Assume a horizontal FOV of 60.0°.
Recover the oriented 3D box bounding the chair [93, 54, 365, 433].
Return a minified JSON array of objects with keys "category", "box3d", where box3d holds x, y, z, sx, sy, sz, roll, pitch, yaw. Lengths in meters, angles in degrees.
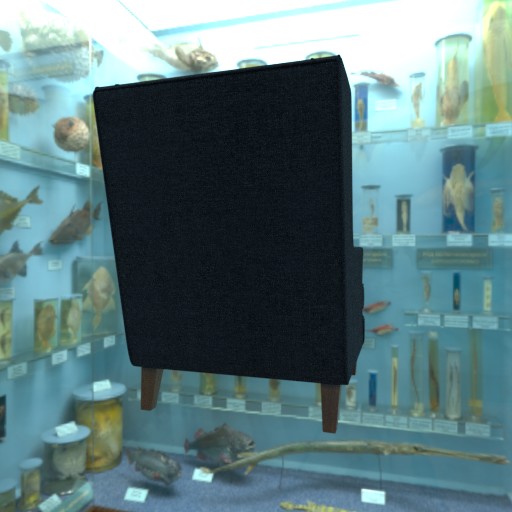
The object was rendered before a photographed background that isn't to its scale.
[{"category":"chair","box3d":[0.000,0.000,1.698,0.764,1.072,0.947,0,1,18]}]
